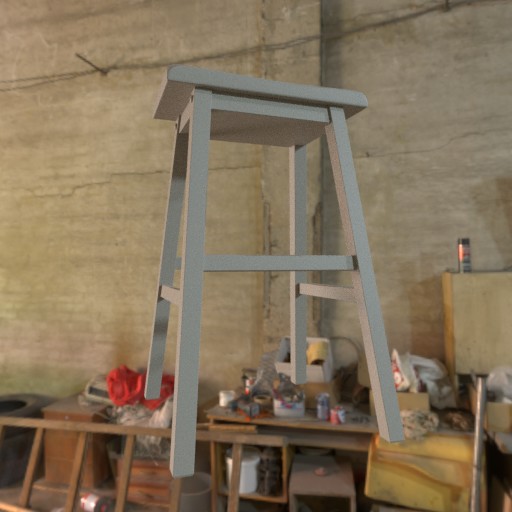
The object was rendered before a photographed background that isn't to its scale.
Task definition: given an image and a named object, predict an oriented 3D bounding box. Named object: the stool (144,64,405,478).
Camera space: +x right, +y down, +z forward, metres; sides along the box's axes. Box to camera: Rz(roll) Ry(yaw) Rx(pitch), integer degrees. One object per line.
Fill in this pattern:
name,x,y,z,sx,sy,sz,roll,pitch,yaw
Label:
stool,0.000,0.000,1.029,0.457,0.737,0.476,0,-1,-20
